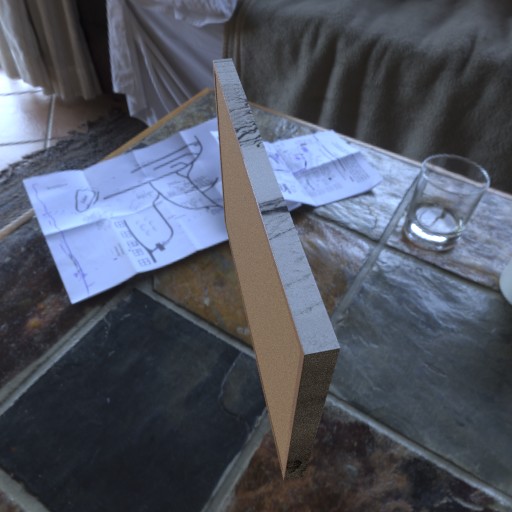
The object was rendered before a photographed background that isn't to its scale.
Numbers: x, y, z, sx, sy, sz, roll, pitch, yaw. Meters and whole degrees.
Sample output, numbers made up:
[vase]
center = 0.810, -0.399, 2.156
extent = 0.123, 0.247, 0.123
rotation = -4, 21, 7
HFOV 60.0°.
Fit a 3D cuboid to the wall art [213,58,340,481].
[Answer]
[wall art]
center = 0.000, 0.000, 0.762
extent = 0.035, 0.407, 0.613
rotation = -9, 49, -8
